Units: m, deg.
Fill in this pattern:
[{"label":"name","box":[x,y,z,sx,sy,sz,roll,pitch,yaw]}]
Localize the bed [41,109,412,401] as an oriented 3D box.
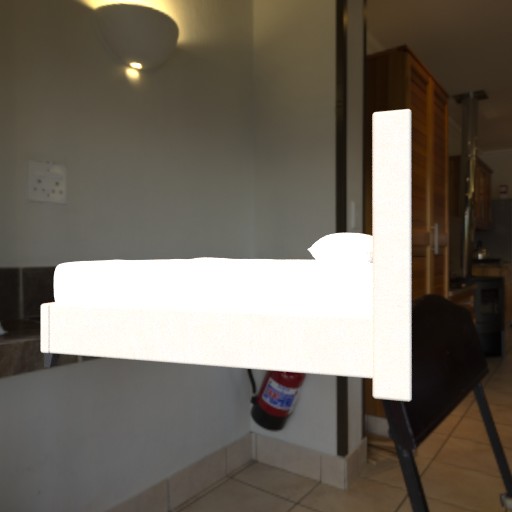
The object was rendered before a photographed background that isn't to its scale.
[{"label":"bed","box":[0.000,0.000,3.572,2.293,1.471,2.145,0,0,17]}]
